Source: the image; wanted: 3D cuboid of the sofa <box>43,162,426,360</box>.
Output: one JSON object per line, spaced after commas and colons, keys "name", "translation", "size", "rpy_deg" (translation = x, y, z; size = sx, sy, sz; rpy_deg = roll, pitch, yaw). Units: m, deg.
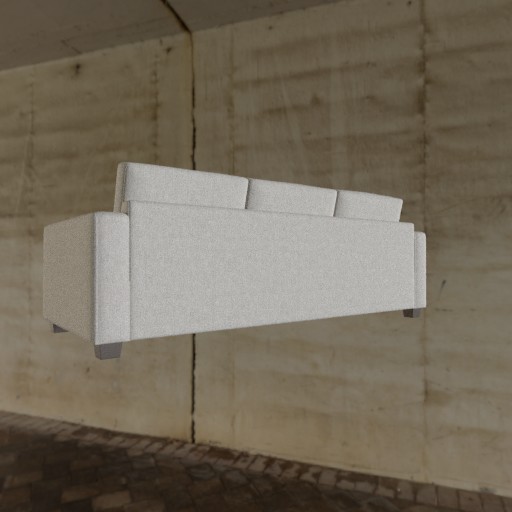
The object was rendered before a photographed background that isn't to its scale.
{"name": "sofa", "translation": [0.000, 0.000, 2.628], "size": [2.160, 0.800, 0.900], "rpy_deg": [0, 0, -37]}
